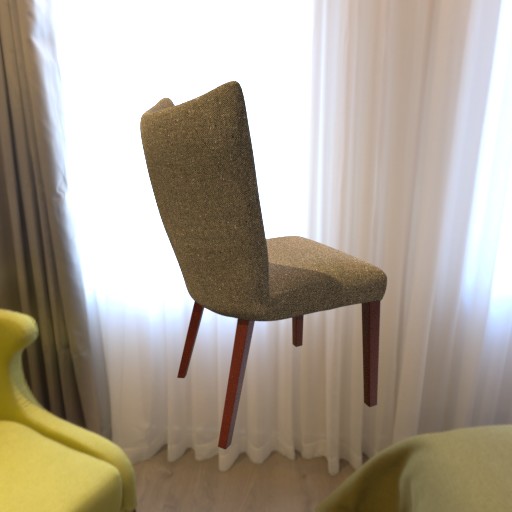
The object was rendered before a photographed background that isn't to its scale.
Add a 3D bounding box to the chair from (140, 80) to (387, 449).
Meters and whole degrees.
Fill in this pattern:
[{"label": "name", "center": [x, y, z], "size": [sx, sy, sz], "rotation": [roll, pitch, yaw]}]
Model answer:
[{"label": "chair", "center": [0.000, 0.000, 1.329], "size": [0.623, 0.924, 0.535], "rotation": [-8, 18, -25]}]
